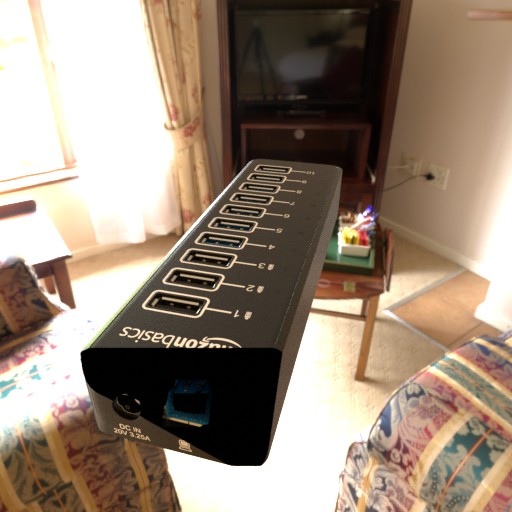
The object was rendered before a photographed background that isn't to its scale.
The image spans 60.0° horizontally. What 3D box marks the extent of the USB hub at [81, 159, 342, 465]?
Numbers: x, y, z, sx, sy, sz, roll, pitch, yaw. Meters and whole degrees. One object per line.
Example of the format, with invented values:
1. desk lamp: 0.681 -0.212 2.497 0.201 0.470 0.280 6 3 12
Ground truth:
1. USB hub: 0.000 0.000 0.157 0.044 0.023 0.145 8 32 13
